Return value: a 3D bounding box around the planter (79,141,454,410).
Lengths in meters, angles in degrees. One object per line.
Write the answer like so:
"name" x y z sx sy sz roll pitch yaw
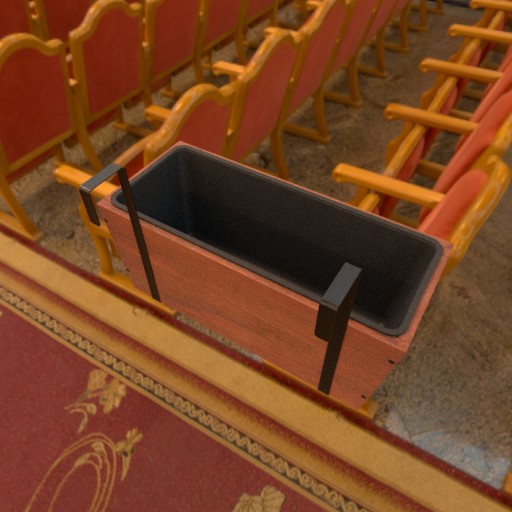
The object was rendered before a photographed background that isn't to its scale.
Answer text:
"planter" 0.000 0.000 0.650 0.480 0.289 0.262 25 52 21
